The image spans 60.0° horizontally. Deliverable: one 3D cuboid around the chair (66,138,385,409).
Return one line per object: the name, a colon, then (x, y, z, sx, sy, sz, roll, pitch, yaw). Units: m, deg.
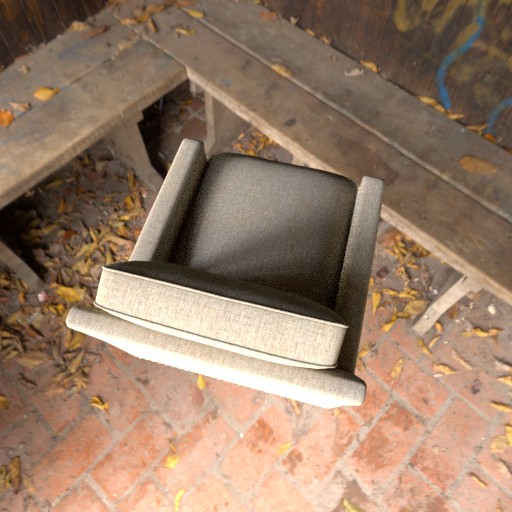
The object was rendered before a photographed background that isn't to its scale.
chair: (0.000, 0.000, 1.699, 0.853, 0.943, 1.014, 13, 64, 7)
